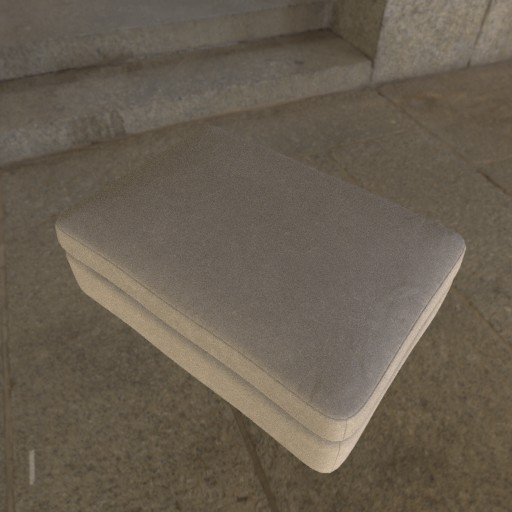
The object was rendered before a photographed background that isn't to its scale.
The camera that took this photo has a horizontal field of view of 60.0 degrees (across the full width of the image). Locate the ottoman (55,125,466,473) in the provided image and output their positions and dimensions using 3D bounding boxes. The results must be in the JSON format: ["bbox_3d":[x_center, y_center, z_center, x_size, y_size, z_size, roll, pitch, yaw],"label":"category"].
[{"bbox_3d":[0.000,0.000,1.583,1.199,0.429,0.840,30,53,25],"label":"ottoman"}]
